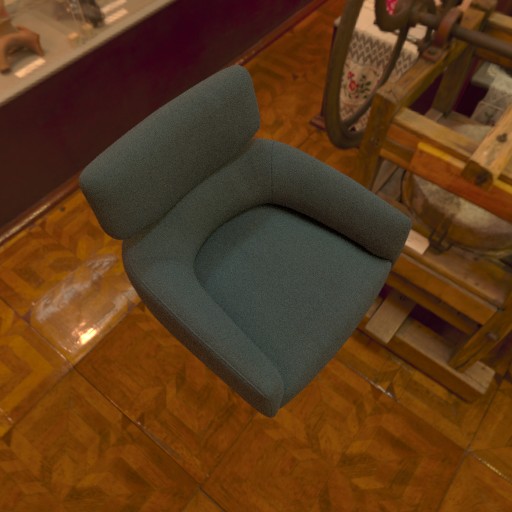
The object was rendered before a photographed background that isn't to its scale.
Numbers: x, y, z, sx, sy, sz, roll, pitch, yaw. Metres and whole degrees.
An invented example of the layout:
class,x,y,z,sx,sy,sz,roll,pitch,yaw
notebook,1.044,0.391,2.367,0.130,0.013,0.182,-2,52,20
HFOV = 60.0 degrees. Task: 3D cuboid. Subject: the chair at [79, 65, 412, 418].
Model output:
class,x,y,z,sx,sy,sz,roll,pitch,yaw
chair,0.000,0.000,1.444,0.761,0.813,0.738,36,65,20
